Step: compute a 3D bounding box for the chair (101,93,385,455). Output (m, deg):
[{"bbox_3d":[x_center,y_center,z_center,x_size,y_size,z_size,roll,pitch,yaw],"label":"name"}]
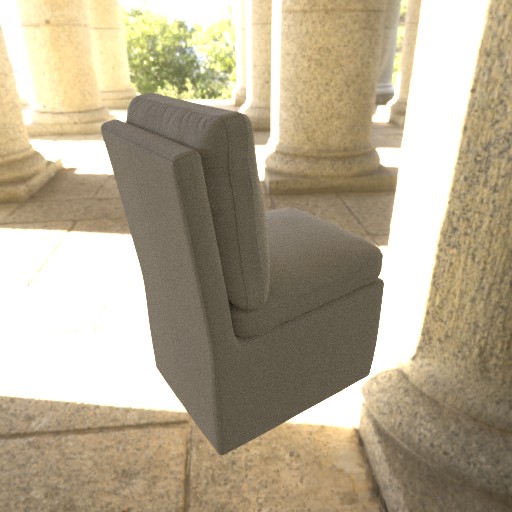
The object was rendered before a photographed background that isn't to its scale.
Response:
[{"bbox_3d":[0.000,0.000,1.355,0.698,0.927,0.503,-17,31,-30],"label":"chair"}]
